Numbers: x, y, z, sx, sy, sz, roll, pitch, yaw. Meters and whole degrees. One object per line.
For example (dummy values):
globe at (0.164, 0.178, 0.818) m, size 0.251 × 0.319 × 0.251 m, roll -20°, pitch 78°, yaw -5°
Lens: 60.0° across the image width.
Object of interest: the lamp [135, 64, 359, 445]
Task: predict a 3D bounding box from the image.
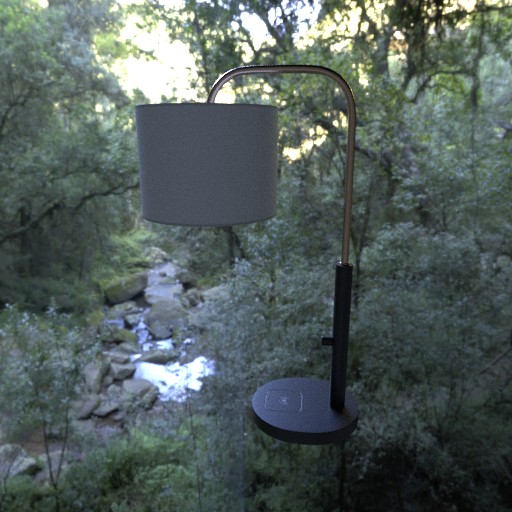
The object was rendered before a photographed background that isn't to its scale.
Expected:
lamp at (0.000, 0.000, 0.677) m, size 0.337 × 0.540 × 0.199 m, roll 2°, pitch 16°, yaw 7°
